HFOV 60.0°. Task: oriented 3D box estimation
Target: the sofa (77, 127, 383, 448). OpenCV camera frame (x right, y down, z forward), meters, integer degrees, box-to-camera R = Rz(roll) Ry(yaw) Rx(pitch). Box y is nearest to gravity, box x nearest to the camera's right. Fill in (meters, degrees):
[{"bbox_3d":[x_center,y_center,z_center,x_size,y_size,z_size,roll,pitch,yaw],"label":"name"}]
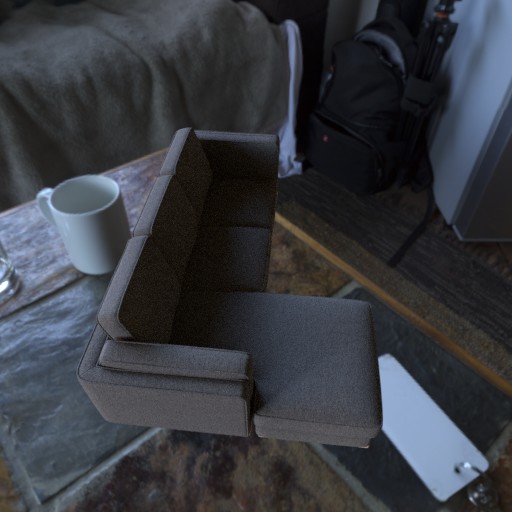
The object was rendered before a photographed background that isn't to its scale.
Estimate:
[{"bbox_3d":[0.000,0.000,3.154,1.604,0.929,2.411,4,46,4],"label":"sofa"}]
